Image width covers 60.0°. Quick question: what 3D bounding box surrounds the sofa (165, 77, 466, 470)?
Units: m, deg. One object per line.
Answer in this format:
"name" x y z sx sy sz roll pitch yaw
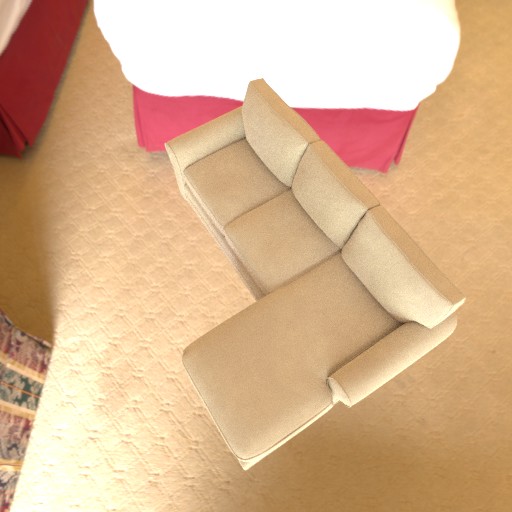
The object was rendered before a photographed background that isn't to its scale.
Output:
"sofa" 0.000 0.000 2.366 1.226 0.734 1.770 -30 67 -14
